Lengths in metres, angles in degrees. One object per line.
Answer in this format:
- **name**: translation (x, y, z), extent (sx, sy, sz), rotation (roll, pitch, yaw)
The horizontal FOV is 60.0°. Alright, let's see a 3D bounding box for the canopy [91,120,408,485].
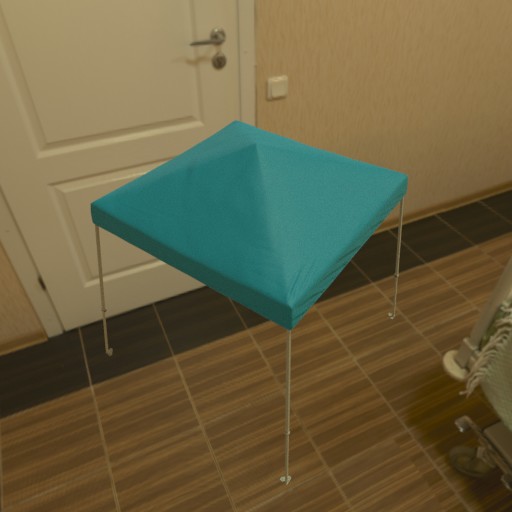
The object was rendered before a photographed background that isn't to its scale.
- **canopy**: translation (0.000, 0.000, 6.518), extent (3.599, 3.600, 3.600), rotation (26, 48, 26)
